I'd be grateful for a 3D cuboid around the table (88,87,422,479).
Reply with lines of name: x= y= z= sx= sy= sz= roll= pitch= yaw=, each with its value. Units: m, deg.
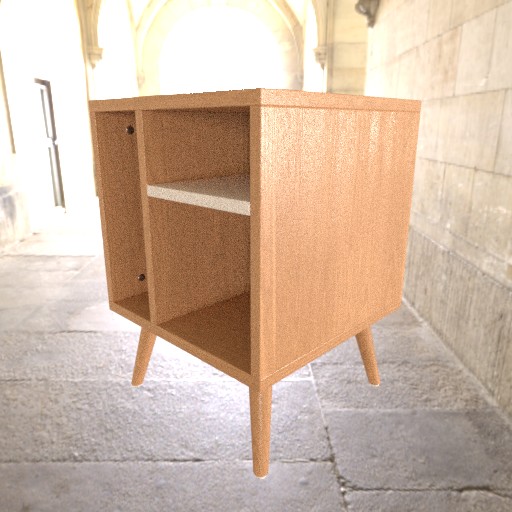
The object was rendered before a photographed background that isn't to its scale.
table: x=0.000 y=0.000 z=0.829 sx=0.400 sy=0.550 sz=0.400 roll=15 pitch=22 yaw=42
